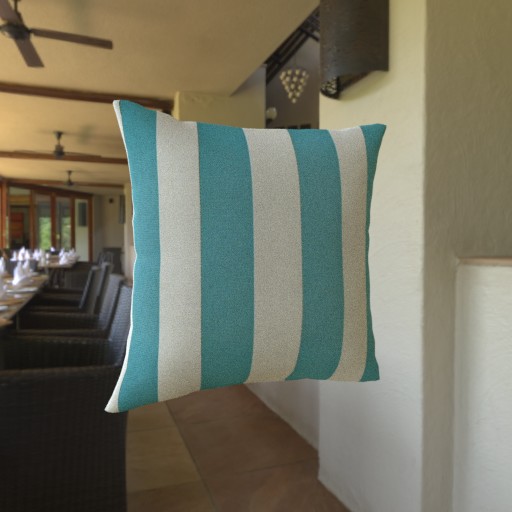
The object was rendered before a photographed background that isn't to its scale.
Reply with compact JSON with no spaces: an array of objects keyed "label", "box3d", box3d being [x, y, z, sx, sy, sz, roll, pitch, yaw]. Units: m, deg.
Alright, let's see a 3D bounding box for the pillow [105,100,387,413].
[{"label":"pillow","box3d":[0.000,0.000,0.824,0.536,0.526,0.189,0,1,-17]}]
